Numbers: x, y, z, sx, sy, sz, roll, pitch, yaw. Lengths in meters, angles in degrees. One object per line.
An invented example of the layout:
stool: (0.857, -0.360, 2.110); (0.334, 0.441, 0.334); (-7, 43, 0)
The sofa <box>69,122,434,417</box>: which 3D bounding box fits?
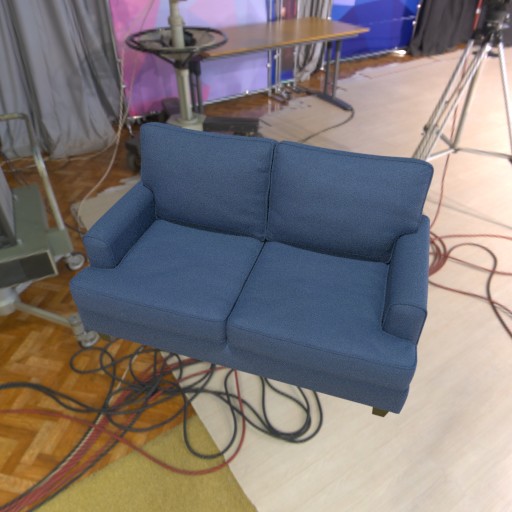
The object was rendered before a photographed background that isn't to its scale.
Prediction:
sofa: (0.000, 0.000, 2.250); (1.651, 0.965, 0.965); (12, 41, 14)
